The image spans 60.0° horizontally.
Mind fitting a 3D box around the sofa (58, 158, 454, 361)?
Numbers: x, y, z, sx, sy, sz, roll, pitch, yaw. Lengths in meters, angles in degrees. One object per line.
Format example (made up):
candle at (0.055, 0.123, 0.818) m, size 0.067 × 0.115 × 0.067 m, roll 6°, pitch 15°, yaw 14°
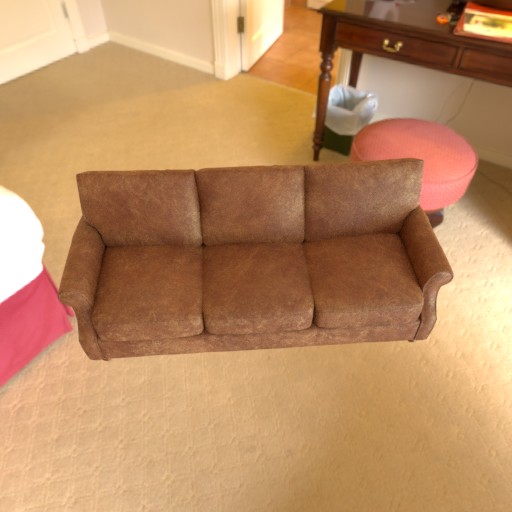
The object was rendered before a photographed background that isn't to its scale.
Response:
sofa at (0.000, 0.000, 2.894) m, size 2.351 × 0.977 × 0.973 m, roll -3°, pitch 46°, yaw -3°
